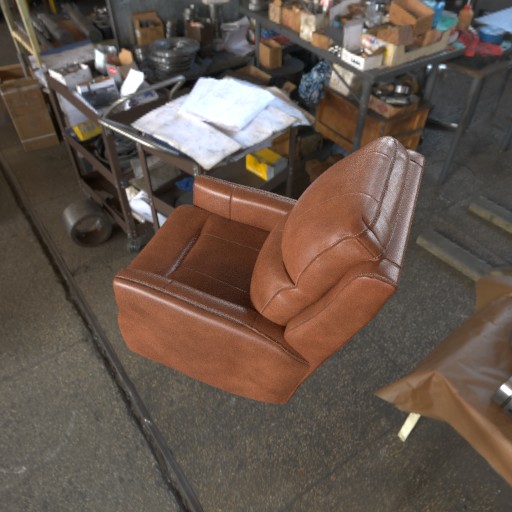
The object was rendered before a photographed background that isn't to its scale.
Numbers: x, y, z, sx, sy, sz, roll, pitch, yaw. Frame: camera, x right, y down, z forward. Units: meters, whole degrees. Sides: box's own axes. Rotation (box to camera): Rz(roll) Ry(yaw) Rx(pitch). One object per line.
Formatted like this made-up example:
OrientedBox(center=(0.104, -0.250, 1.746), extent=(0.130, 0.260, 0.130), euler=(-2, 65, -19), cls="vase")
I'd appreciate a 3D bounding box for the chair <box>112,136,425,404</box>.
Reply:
OrientedBox(center=(0.000, 0.000, 1.813), extent=(1.072, 1.016, 0.821), euler=(16, 47, 15), cls="chair")
